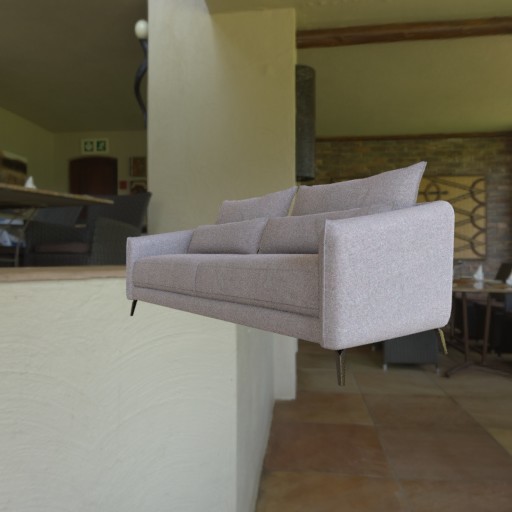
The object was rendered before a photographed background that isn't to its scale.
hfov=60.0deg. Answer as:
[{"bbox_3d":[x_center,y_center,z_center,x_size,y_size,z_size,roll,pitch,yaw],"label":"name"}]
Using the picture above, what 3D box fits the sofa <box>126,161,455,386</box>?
[{"bbox_3d":[0.000,0.000,2.453,0.809,0.833,2.022,0,0,-35],"label":"sofa"}]
